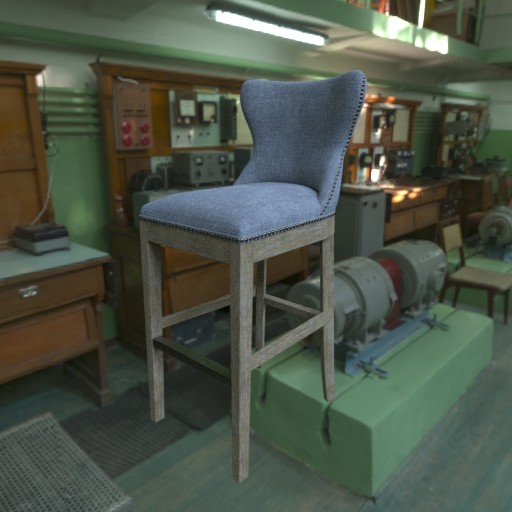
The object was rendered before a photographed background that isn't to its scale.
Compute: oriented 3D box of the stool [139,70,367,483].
[{"bbox_3d":[0.000,0.000,1.438,0.494,1.123,0.606,14,22,40],"label":"stool"}]
